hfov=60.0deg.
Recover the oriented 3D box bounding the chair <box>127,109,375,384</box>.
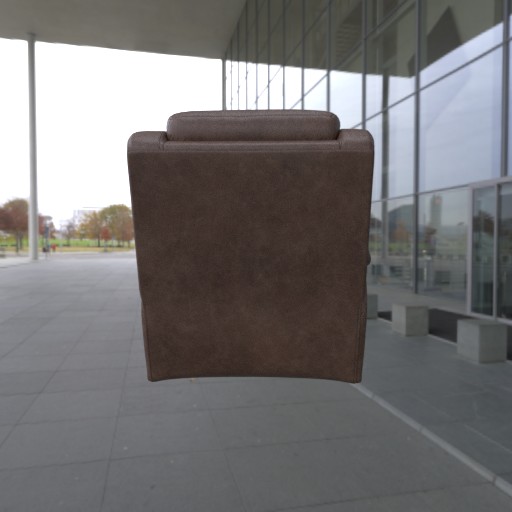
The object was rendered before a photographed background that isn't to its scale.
[{"bbox_3d":[0.000,0.000,1.871,0.940,0.990,1.067,0,2,2],"label":"chair"}]
